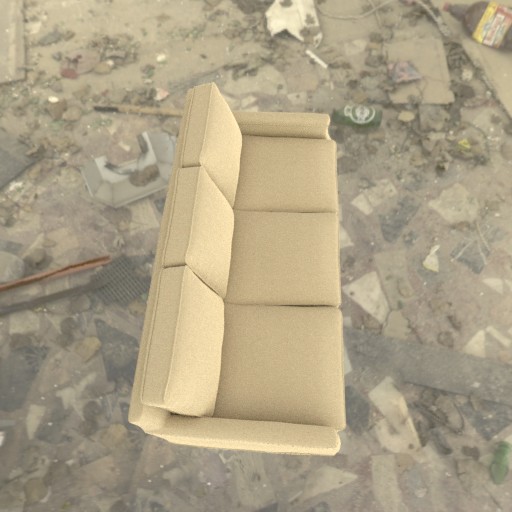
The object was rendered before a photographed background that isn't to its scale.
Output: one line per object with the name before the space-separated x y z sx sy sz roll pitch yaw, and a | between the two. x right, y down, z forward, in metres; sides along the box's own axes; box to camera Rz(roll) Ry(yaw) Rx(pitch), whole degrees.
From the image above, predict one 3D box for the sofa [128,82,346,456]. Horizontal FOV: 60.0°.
sofa | 0.000 0.000 2.828 1.084 1.003 2.246 3 62 2
